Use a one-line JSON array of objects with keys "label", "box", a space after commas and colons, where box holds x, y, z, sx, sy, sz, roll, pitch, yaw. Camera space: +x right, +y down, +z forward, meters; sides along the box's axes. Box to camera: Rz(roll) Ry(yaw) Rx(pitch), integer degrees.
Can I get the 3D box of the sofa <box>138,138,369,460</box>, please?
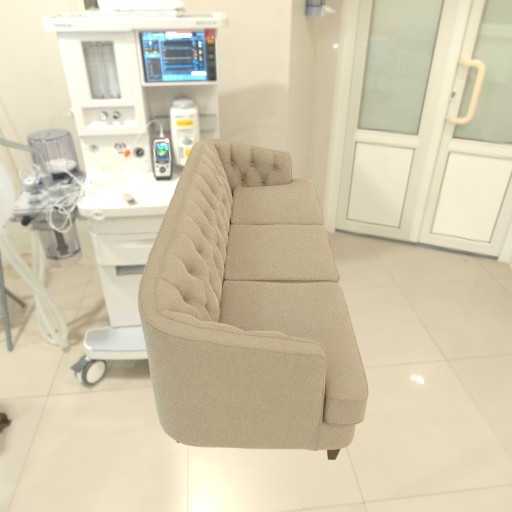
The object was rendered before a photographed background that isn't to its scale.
[{"label": "sofa", "box": [0.000, 0.000, 2.706, 0.941, 0.855, 2.278, 0, 32, 0]}]
